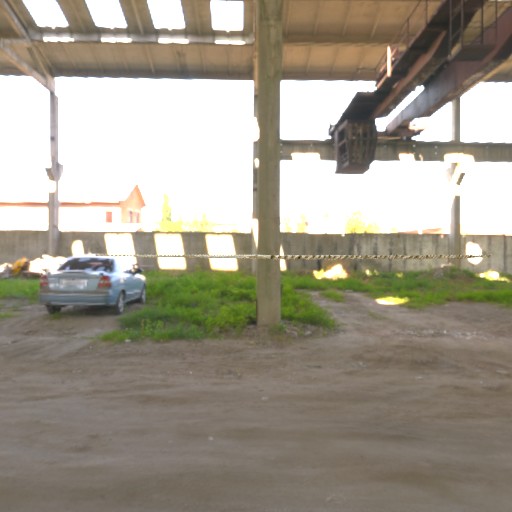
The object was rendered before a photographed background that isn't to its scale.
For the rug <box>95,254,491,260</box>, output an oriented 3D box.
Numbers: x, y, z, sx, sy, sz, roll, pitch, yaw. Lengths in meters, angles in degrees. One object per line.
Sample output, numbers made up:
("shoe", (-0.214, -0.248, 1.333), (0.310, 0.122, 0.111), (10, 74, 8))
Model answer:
("rug", (0.000, 0.000, 3.015), (1.530, 0.025, 2.431), (0, 0, -34))
